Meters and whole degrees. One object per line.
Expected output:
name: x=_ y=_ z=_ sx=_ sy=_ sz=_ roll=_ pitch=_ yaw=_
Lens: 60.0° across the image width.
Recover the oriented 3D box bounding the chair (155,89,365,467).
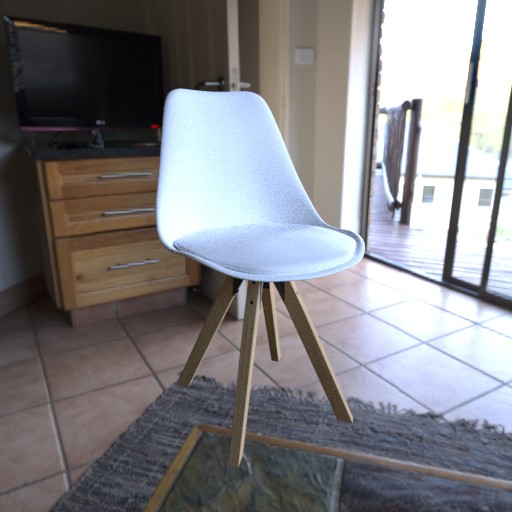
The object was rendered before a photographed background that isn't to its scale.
chair: x=0.000 y=0.000 z=1.163 sx=0.485 sy=0.849 sz=0.550 roll=-9 pitch=18 yaw=-27
